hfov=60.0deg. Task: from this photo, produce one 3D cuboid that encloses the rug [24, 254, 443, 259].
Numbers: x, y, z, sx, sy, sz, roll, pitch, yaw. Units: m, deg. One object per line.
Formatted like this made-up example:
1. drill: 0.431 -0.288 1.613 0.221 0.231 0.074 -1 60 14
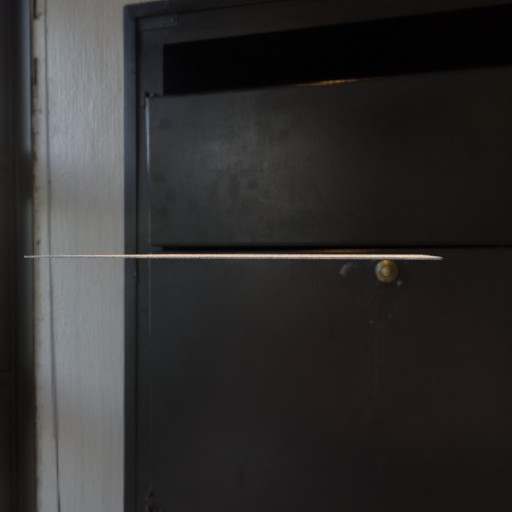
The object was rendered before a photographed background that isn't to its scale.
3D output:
1. rug: 0.000 0.000 4.171 3.056 0.013 2.441 0 1 18
